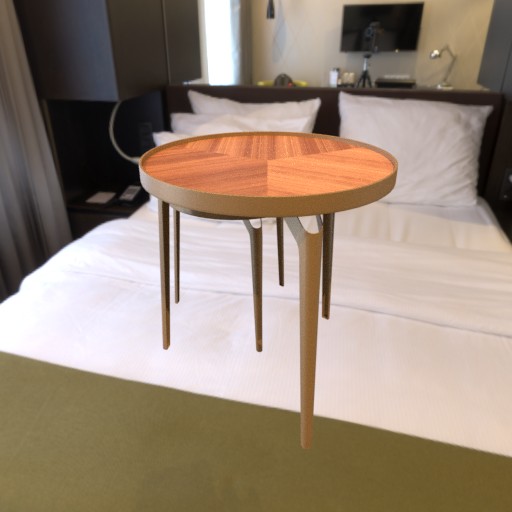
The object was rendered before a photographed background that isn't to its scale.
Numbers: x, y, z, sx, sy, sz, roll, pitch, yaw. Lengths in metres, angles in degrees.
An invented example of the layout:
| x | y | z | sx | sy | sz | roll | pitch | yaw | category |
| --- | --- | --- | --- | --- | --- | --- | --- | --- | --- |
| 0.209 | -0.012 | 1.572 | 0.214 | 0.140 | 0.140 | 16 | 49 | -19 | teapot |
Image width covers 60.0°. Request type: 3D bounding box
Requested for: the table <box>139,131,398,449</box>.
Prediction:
| x | y | z | sx | sy | sz | roll | pitch | yaw | category |
| --- | --- | --- | --- | --- | --- | --- | --- | --- | --- |
| 0.000 | 0.000 | 1.134 | 0.532 | 0.555 | 0.751 | -8 | 28 | -15 | table |
